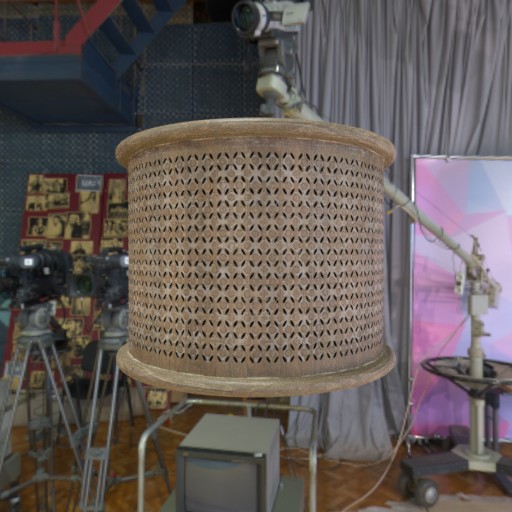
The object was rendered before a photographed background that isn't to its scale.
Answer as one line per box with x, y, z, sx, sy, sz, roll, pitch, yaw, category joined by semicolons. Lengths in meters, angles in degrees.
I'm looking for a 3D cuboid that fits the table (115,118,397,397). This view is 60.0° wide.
0.000;0.000;1.006;0.607;0.450;0.607;0;1;0;table
